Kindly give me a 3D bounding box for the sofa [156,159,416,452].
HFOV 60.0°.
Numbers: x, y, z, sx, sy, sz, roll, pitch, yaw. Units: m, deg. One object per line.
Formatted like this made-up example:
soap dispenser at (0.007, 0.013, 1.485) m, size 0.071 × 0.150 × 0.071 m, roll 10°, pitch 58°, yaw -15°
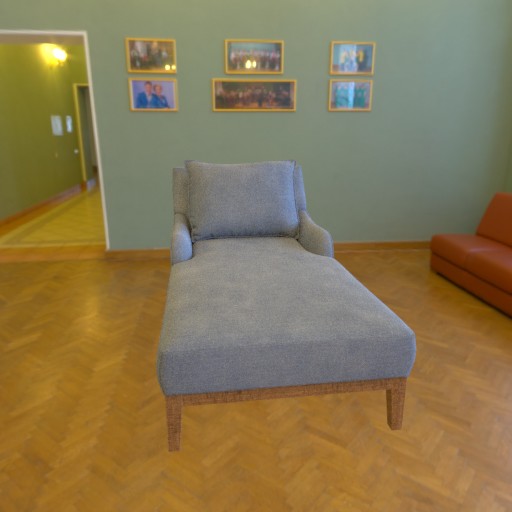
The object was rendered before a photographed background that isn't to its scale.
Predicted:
sofa at (0.000, 0.000, 2.288) m, size 0.904 × 0.883 × 1.779 m, roll -2°, pitch 17°, yaw -8°
